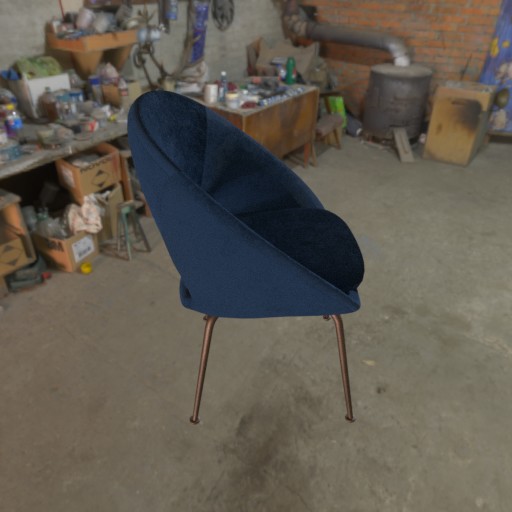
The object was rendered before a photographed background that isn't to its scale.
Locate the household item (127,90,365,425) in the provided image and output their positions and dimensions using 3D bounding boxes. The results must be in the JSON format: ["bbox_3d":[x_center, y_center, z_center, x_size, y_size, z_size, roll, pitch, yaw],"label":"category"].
[{"bbox_3d":[0.000,0.000,1.232,0.573,0.852,0.623,0,32,-1],"label":"household item"}]
